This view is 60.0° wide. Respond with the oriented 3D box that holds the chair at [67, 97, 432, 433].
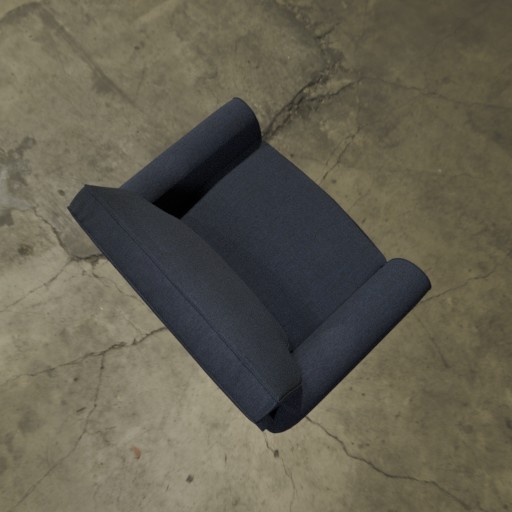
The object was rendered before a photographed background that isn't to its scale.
[{"bbox_3d":[0.000,0.000,2.034,0.963,1.044,1.285,-42,79,-10],"label":"chair"}]
